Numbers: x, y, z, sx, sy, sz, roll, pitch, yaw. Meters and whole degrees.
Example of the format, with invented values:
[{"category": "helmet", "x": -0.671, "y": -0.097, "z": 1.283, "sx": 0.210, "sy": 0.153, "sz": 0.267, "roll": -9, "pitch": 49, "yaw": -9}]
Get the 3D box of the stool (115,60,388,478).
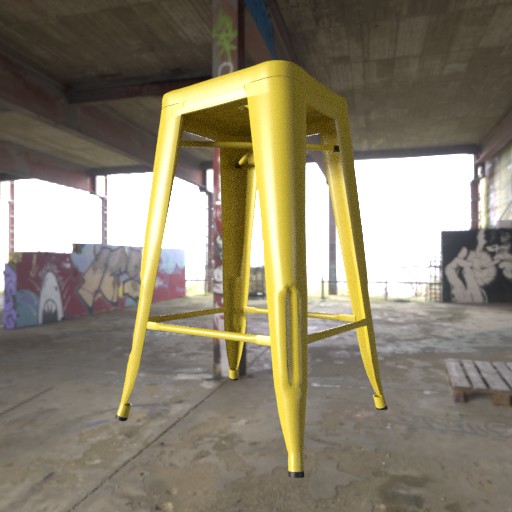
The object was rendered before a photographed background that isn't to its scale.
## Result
[{"category": "stool", "x": 0.000, "y": 0.000, "z": 0.854, "sx": 0.399, "sy": 0.609, "sz": 0.359, "roll": 0, "pitch": 0, "yaw": 35}]
